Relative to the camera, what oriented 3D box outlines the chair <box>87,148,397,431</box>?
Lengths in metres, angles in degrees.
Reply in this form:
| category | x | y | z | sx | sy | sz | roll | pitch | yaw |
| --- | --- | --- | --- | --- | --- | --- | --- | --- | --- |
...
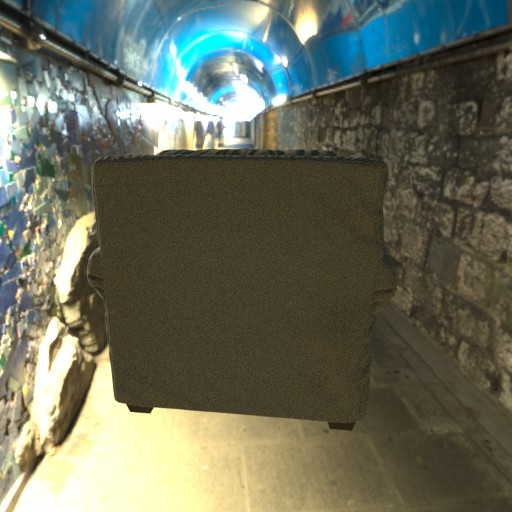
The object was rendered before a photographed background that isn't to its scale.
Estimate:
| category | x | y | z | sx | sy | sz | roll | pitch | yaw |
| --- | --- | --- | --- | --- | --- | --- | --- | --- | --- |
| chair | 0.000 | 0.000 | 1.782 | 0.940 | 0.866 | 1.066 | 2 | 16 | 7 |
